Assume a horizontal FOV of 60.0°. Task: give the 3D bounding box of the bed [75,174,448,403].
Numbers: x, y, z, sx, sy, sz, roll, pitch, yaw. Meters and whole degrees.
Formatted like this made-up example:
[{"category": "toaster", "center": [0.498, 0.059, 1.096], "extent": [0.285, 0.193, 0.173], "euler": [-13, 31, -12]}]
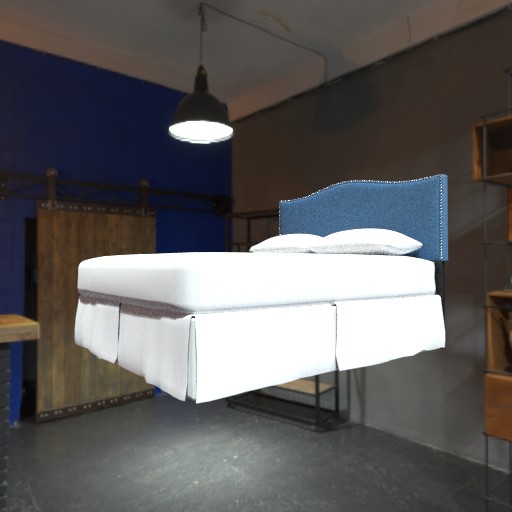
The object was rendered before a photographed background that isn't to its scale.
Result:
[{"category": "bed", "center": [0.000, 0.000, 2.864], "extent": [1.872, 1.169, 1.610], "euler": [1, -1, -38]}]
